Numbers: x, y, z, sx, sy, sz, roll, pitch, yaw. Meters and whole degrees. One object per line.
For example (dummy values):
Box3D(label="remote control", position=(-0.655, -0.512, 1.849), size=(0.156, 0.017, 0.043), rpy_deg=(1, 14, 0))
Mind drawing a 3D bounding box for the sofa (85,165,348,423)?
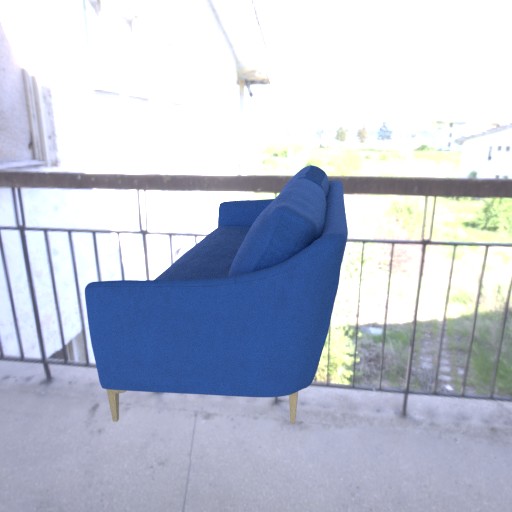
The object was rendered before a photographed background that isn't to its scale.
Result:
Box3D(label="sofa", position=(0.000, 0.000, 2.534), size=(0.960, 0.903, 2.036), rpy_deg=(3, 16, 9))
